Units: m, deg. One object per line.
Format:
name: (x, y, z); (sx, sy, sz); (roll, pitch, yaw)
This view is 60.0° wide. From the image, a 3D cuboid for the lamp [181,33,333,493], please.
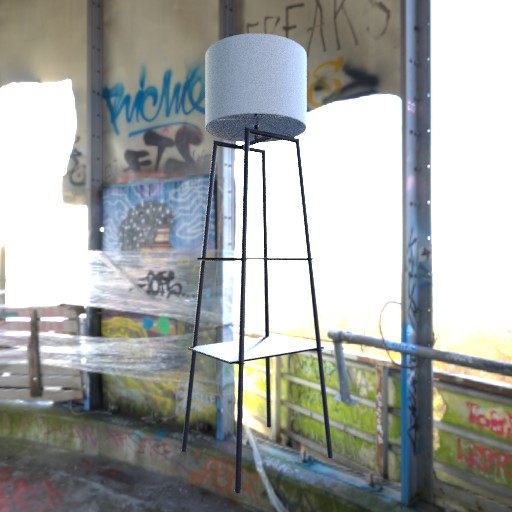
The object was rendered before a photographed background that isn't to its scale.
lamp: (0.000, 0.000, 1.651); (0.427, 1.474, 0.384); (0, 0, -36)
